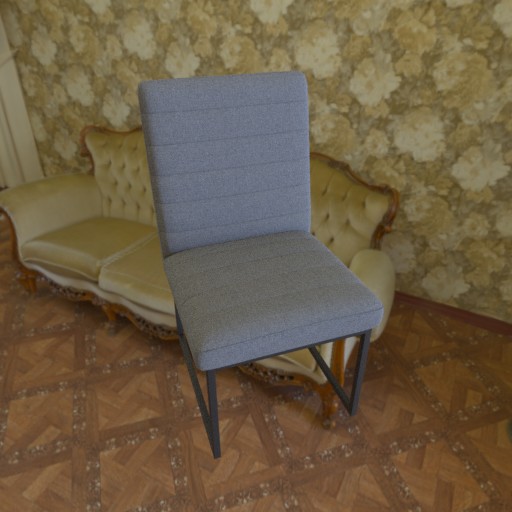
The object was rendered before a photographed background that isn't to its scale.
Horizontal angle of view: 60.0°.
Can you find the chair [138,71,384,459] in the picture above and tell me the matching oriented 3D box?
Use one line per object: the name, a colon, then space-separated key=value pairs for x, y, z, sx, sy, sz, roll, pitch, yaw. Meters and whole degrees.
chair: x=0.000 y=0.000 z=1.327 sx=0.520 sy=0.930 sz=0.634 roll=-11 pitch=34 yaw=-16
